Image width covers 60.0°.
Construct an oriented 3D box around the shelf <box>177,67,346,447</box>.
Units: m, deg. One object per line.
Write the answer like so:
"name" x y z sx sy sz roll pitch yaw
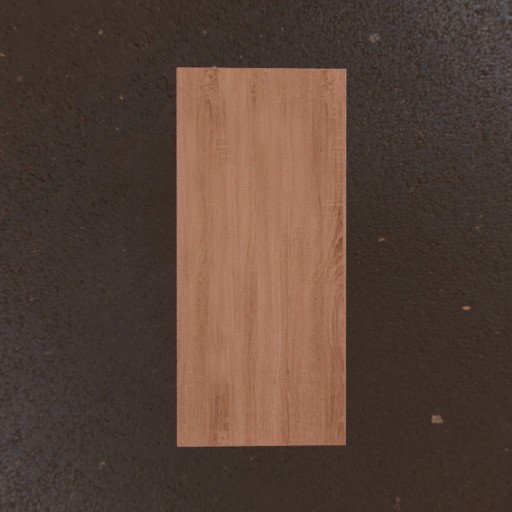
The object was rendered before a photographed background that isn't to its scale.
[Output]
"shelf" 0.000 0.000 1.867 0.450 1.390 1.000 0 90 -1
